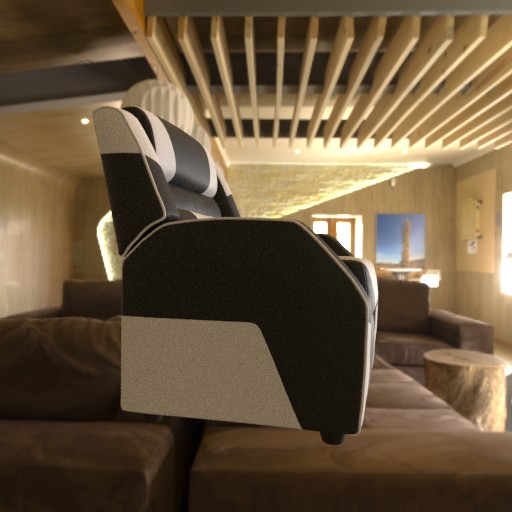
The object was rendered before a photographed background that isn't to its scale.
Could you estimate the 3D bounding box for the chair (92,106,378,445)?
[{"bbox_3d":[0.000,0.000,1.279,0.672,0.805,0.620,0,-1,17],"label":"chair"}]
